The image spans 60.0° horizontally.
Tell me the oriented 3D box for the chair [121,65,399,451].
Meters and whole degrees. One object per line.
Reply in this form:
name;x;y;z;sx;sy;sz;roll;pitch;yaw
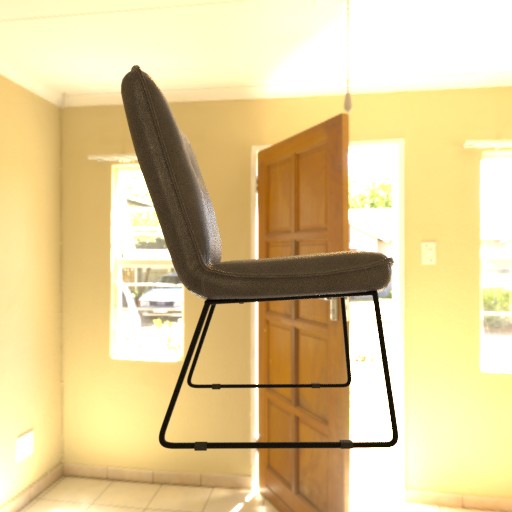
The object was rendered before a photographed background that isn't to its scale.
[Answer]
chair;0.000;0.000;1.316;0.688;0.932;0.515;0;0;-1
